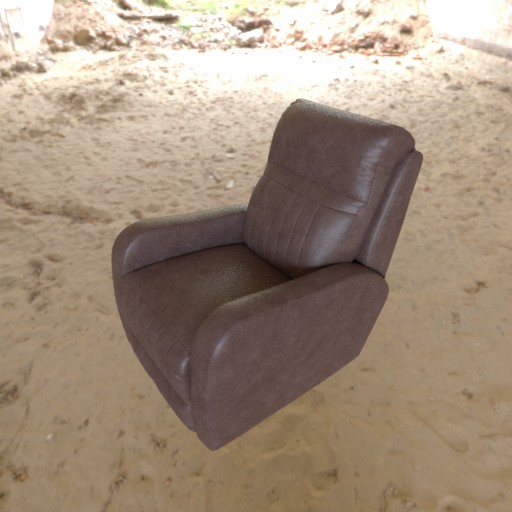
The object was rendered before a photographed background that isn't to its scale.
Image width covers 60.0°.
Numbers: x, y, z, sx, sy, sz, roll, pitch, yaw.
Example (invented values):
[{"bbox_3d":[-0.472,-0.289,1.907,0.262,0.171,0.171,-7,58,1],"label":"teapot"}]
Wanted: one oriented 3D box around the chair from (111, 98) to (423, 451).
[{"bbox_3d":[0.000,0.000,1.837,1.067,1.067,0.865,-21,37,-30],"label":"chair"}]
